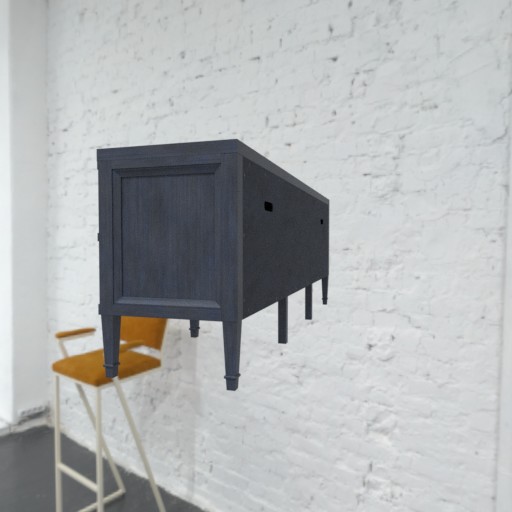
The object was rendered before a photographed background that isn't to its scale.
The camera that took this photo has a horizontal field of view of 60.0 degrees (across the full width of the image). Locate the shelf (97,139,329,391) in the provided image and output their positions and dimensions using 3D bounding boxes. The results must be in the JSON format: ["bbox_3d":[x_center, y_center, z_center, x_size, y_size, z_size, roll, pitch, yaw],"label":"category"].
[{"bbox_3d":[0.000,0.000,2.213,0.471,0.715,1.878,1,2,17],"label":"shelf"}]
